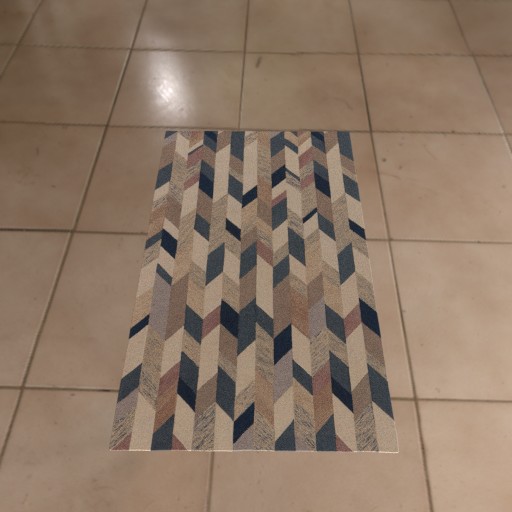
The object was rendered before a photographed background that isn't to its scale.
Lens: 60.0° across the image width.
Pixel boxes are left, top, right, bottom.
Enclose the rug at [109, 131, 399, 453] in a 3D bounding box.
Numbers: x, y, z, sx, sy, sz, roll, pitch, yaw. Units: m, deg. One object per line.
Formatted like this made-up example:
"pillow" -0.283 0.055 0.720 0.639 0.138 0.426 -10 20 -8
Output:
"rug" 0.000 0.000 2.961 1.513 0.008 2.423 0 57 0
